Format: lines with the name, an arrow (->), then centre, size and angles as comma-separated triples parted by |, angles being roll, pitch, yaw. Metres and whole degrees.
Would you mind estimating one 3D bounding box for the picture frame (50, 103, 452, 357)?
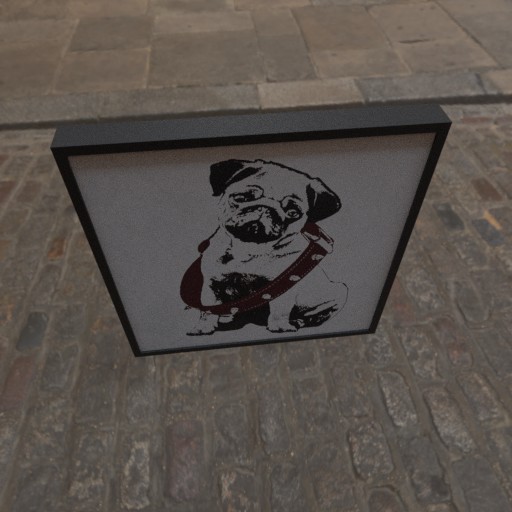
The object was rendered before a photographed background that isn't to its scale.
picture frame -> 0.000, 0.000, 0.475 | 0.317, 0.317, 0.030 | -5, 48, -4
